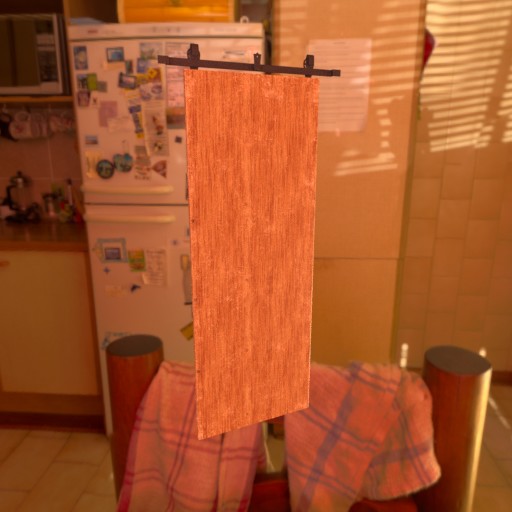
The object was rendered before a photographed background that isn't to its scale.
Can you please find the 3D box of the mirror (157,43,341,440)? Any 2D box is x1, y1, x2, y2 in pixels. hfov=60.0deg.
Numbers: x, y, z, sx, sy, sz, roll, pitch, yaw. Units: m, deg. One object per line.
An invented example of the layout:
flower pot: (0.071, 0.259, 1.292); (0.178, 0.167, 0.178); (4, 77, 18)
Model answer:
mirror: (0.000, 0.000, 2.088); (0.847, 1.793, 0.042); (-7, 16, -25)
